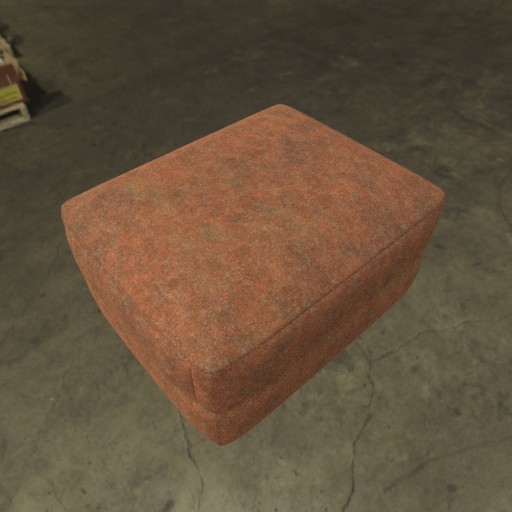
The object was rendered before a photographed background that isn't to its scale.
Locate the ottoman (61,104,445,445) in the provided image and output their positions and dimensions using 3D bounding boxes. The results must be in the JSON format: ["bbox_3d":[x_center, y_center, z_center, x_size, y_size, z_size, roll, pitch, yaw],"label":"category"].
[{"bbox_3d":[0.000,0.000,1.180,0.787,0.508,0.635,-33,55,-27],"label":"ottoman"}]
